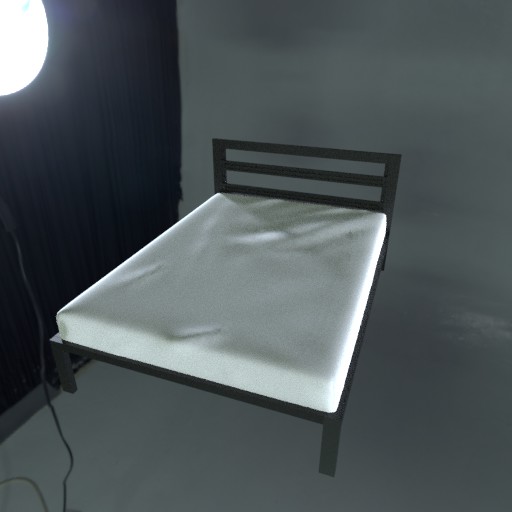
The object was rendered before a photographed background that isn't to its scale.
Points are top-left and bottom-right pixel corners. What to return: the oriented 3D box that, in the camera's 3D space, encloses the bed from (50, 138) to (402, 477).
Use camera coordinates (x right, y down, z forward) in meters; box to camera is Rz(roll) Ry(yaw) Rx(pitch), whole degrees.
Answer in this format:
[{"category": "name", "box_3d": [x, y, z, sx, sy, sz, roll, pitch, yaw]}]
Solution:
[{"category": "bed", "box_3d": [0.000, 0.000, 2.867, 1.524, 0.967, 2.062, 10, 29, 18]}]
